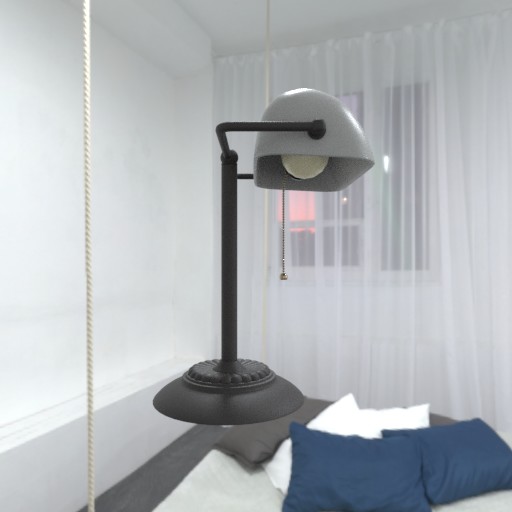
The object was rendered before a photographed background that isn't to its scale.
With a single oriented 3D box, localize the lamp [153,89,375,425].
[{"bbox_3d":[0.000,0.000,0.532,0.243,0.339,0.264,0,0,0],"label":"lamp"}]
